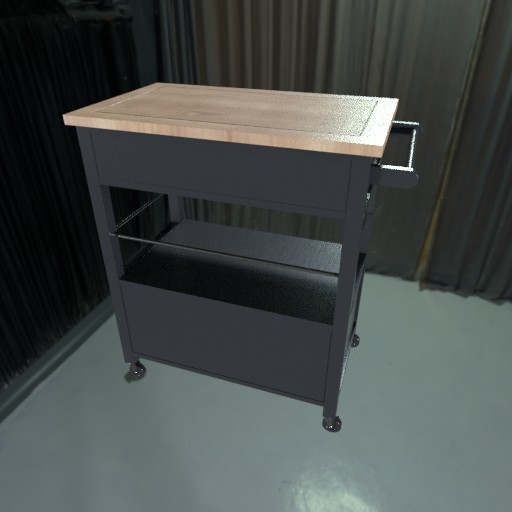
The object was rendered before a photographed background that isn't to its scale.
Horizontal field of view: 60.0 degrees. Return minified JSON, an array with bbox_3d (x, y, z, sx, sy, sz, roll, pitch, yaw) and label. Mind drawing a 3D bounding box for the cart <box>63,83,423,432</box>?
[{"bbox_3d":[0.000,0.000,1.382,0.840,0.901,0.459,10,33,16],"label":"cart"}]
